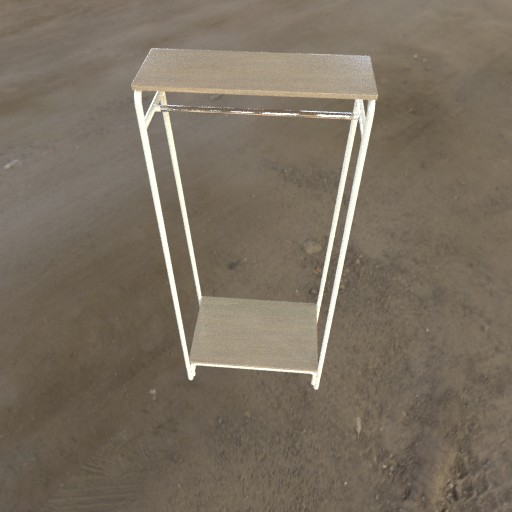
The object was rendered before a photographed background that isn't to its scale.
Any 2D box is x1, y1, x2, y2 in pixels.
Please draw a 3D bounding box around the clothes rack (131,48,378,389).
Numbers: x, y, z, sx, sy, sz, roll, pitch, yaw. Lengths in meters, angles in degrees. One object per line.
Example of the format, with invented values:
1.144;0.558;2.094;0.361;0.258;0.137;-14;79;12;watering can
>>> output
0.000;0.000;1.772;0.640;1.512;0.400;3;48;3;clothes rack
